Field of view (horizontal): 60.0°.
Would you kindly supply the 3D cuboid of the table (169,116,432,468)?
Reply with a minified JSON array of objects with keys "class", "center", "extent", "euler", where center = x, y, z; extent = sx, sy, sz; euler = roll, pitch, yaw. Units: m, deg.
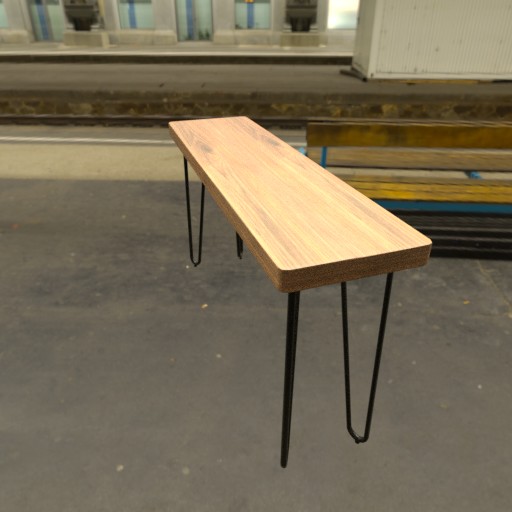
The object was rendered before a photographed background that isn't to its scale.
[{"class":"table","center":[0.000,0.000,1.913],"extent":[0.425,0.834,1.570],"euler":[-10,31,-17]}]
